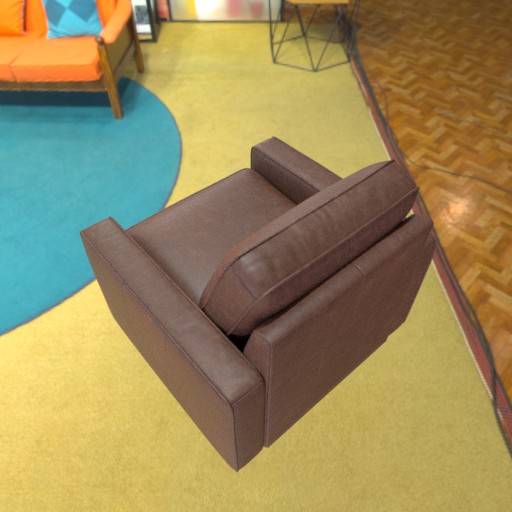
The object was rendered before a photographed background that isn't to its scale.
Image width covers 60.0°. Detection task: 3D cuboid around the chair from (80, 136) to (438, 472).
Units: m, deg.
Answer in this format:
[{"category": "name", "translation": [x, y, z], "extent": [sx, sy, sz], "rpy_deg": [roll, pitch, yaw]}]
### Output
[{"category": "chair", "translation": [0.000, 0.000, 1.725], "extent": [1.017, 0.919, 0.940], "rpy_deg": [-32, 55, -26]}]
